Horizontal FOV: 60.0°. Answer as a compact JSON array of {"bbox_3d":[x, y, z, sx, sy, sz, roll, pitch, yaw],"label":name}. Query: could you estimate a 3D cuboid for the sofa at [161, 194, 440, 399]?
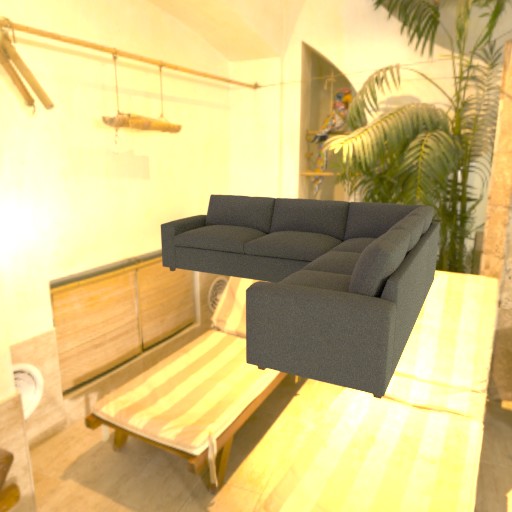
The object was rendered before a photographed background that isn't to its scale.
[{"bbox_3d":[0.000,0.000,4.636,3.277,0.965,2.895,7,15,26],"label":"sofa"}]
